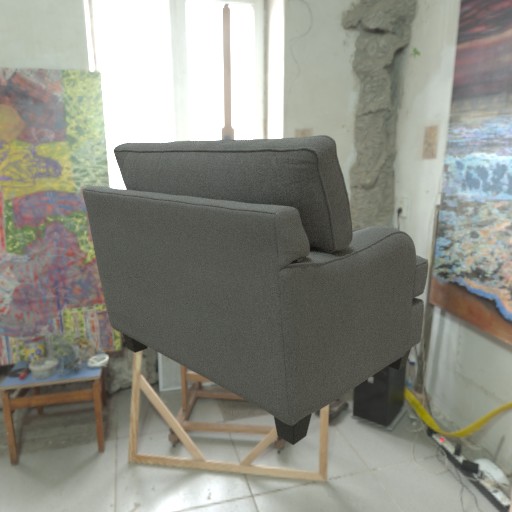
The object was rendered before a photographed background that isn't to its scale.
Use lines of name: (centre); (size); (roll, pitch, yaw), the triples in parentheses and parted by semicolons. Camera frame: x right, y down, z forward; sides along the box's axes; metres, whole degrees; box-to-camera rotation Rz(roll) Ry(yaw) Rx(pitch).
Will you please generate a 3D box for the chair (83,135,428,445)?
chair: (0.000, 0.000, 2.014); (1.220, 1.016, 1.041); (13, 18, 43)
